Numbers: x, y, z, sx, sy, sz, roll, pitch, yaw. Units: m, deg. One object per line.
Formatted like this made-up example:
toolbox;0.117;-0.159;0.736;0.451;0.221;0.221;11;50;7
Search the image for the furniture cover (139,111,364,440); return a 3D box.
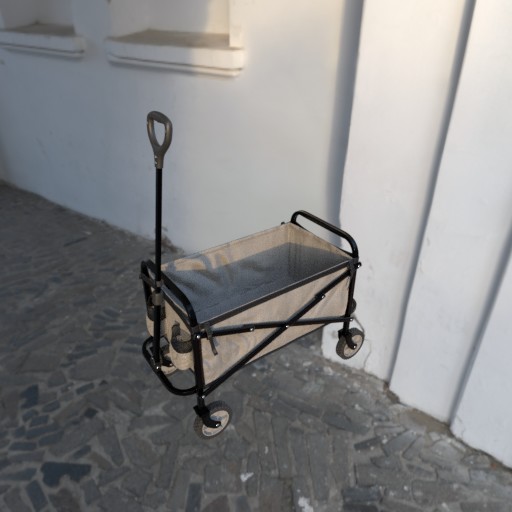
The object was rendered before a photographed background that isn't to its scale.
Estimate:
furniture cover;0.000;0.000;1.895;1.038;1.295;0.532;-20;36;-30
